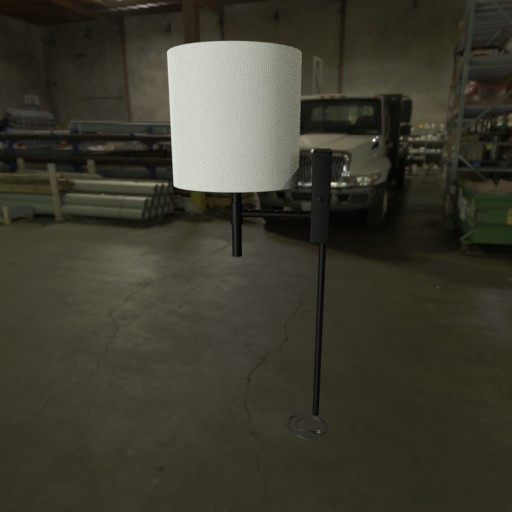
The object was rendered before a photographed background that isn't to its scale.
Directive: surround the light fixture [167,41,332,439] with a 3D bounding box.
[{"bbox_3d":[0.000,0.000,0.701,0.248,0.589,0.188,2,16,8],"label":"light fixture"}]
